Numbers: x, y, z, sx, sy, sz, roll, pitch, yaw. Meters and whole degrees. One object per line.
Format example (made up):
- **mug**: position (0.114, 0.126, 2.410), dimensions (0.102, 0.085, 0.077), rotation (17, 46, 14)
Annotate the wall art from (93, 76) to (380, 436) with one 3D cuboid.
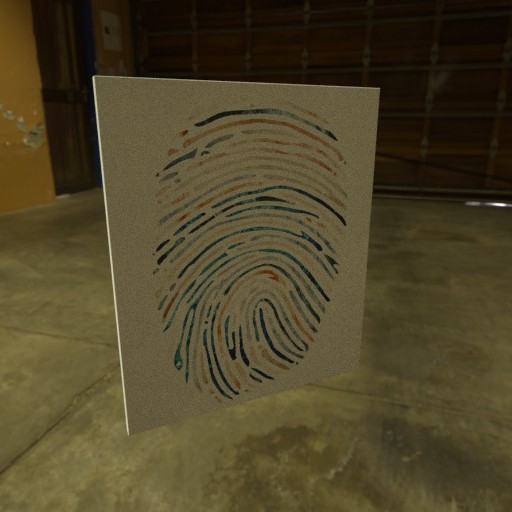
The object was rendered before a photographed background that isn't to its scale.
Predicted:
- **wall art**: position (0.000, 0.000, 0.975), dimensions (0.609, 0.710, 0.021), rotation (-8, 18, -25)
